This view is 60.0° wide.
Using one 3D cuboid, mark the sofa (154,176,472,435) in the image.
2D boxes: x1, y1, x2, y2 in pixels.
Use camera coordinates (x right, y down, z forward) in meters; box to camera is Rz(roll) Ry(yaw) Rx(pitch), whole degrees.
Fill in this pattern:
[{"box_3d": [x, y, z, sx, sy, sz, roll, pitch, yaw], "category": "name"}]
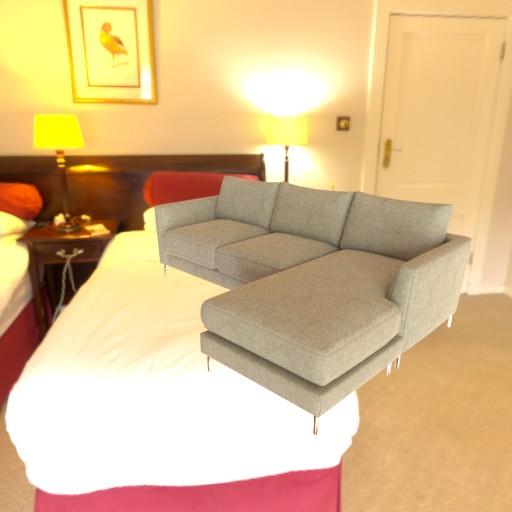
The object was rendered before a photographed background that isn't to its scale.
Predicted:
[{"box_3d": [0.000, 0.000, 3.186, 2.438, 0.864, 1.626, 16, 24, 42], "category": "sofa"}]
